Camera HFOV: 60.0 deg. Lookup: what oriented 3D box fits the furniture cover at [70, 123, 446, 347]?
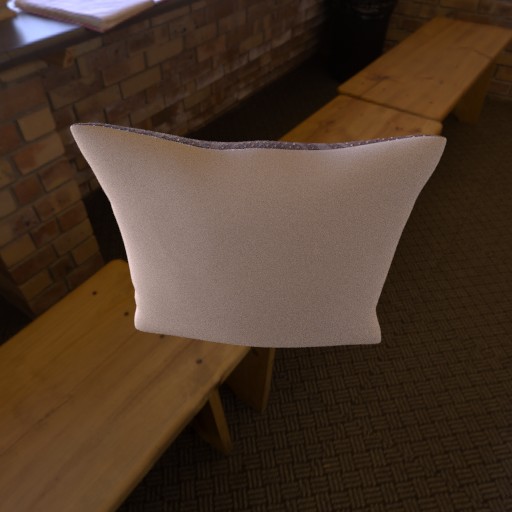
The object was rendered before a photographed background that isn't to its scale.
[{"bbox_3d":[0.000,0.000,0.818,0.552,0.509,0.193,3,45,3],"label":"furniture cover"}]
